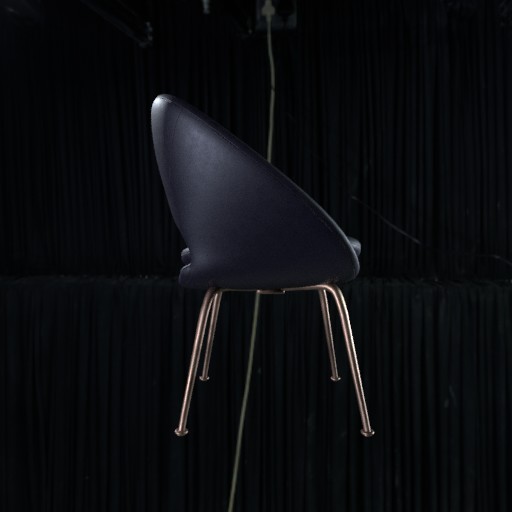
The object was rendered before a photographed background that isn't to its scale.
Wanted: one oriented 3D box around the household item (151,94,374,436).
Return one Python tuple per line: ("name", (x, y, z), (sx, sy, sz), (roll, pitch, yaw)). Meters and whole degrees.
("household item", (0.000, 0.000, 1.273), (0.573, 0.852, 0.623), (0, 1, 0))
